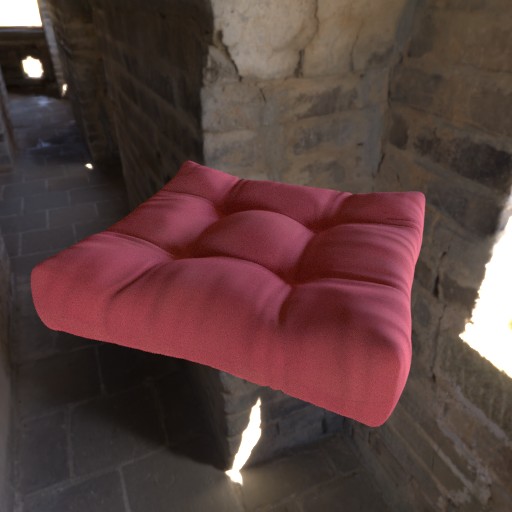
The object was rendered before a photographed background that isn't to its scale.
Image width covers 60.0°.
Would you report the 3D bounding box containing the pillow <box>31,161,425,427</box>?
[{"bbox_3d":[0.000,0.000,0.703,0.490,0.128,0.468,11,33,17],"label":"pillow"}]
